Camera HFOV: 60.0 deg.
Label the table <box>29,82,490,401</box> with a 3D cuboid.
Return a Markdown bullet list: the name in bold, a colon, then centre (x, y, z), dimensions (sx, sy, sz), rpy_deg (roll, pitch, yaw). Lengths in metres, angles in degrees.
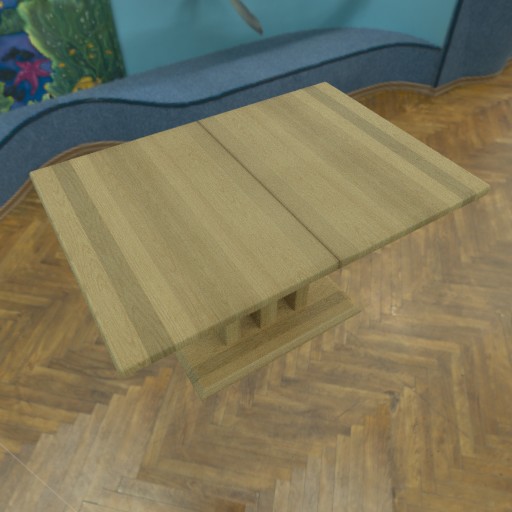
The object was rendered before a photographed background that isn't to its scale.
- **table**: centre (0.000, 0.000, 1.786), dimensions (1.300, 0.770, 0.900), rpy_deg (-24, 51, -21)
